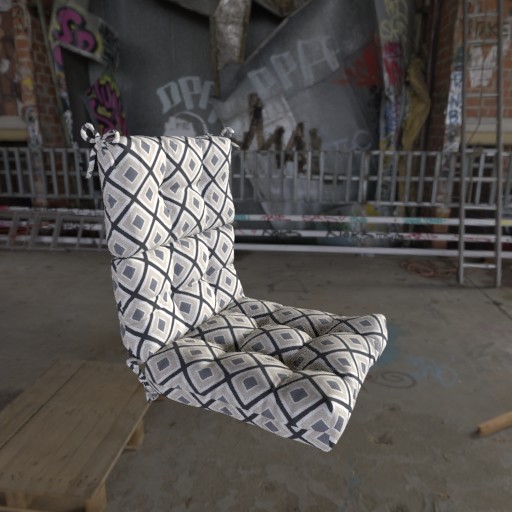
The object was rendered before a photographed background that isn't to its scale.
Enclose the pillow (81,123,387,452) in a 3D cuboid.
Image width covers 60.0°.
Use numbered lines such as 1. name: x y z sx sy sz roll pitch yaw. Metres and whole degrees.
1. pillow: 0.000 0.000 1.052 0.571 0.605 0.519 8 17 26
